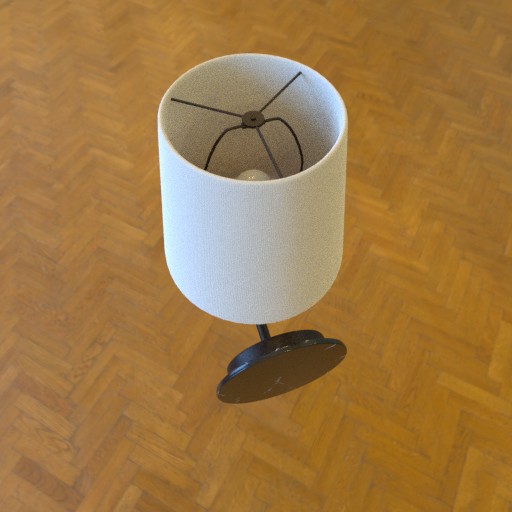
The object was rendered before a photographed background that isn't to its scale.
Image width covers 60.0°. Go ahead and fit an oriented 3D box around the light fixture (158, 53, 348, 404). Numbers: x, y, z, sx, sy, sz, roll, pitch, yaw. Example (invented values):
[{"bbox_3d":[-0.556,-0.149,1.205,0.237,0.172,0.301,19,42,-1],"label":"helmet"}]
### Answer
[{"bbox_3d":[0.000,0.000,0.433,0.168,0.337,0.188,-15,59,-10],"label":"light fixture"}]
